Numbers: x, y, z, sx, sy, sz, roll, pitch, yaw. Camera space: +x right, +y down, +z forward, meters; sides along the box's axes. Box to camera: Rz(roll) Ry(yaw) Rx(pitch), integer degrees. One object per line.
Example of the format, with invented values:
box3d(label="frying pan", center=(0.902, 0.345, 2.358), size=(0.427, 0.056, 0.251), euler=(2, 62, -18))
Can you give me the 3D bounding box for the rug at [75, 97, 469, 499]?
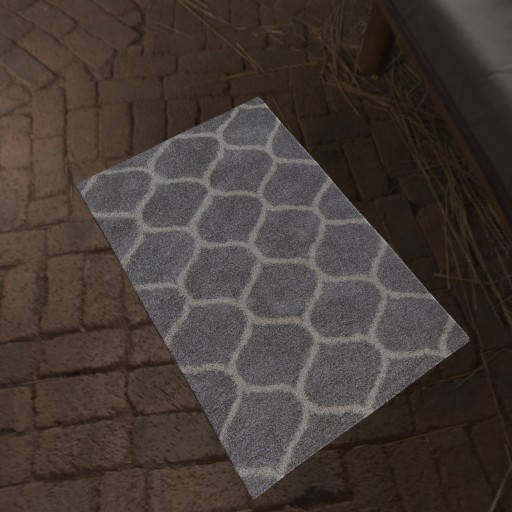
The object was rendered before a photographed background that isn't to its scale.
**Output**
box3d(label="rug", center=(0.000, 0.000, 3.353), size=(1.801, 0.026, 2.701), euler=(-30, 68, -14))
